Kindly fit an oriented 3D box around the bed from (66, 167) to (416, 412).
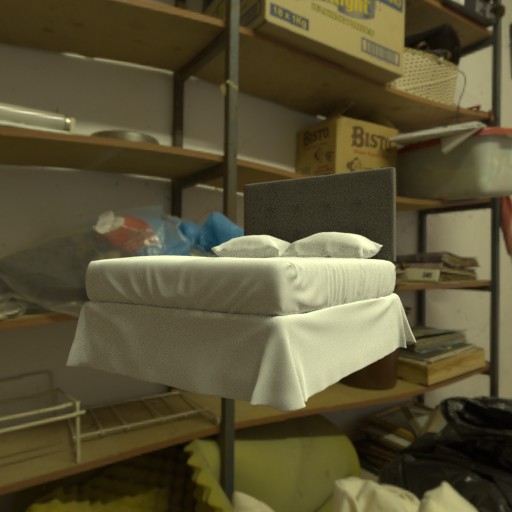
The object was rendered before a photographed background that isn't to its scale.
[{"bbox_3d":[0.000,0.000,3.533,1.936,1.577,2.222,0,-1,34],"label":"bed"}]
